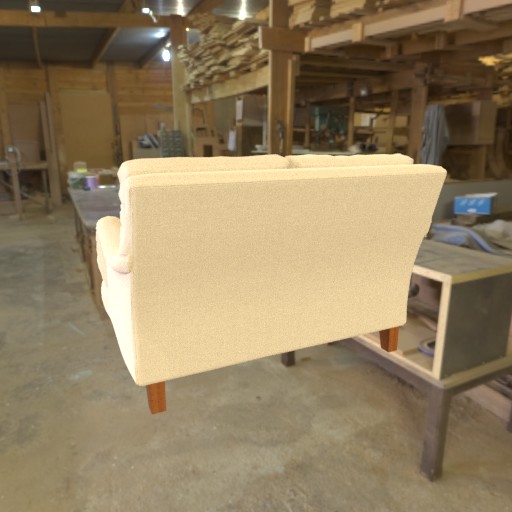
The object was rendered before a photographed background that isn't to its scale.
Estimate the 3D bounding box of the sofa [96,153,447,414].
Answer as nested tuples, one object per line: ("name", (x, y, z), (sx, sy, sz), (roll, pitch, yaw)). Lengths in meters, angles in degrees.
("sofa", (0.000, 0.000, 2.304), (1.508, 1.048, 1.087), (-7, 17, -25))
